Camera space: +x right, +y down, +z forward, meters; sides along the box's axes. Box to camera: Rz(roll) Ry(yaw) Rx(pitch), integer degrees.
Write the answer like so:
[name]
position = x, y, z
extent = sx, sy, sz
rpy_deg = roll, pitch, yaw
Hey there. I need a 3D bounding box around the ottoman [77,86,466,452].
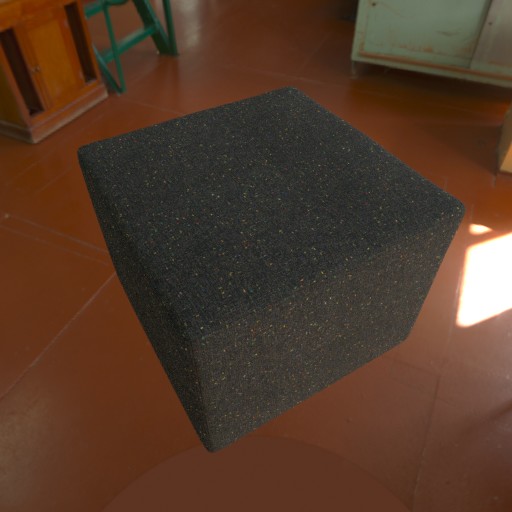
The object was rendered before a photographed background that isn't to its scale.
[ottoman]
position = 0.000, 0.000, 0.903
extent = 0.508, 0.432, 0.508
rpy_deg = -23, 51, -21
